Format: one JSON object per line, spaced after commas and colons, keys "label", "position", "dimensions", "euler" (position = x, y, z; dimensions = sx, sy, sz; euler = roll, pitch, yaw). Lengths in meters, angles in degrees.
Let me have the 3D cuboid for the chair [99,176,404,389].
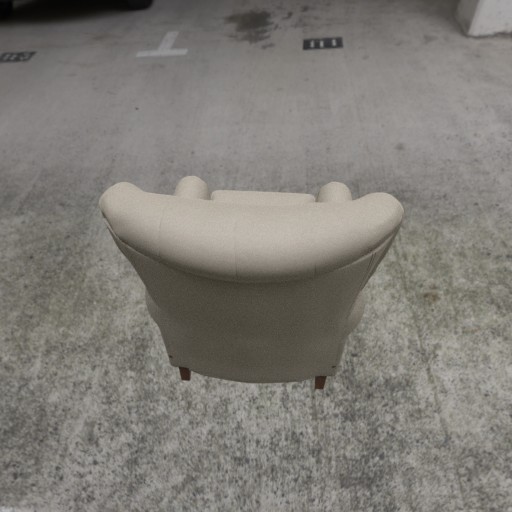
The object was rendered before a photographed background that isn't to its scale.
{"label": "chair", "position": [0.000, 0.000, 1.912], "dimensions": [0.943, 1.158, 1.059], "euler": [3, 47, 3]}
